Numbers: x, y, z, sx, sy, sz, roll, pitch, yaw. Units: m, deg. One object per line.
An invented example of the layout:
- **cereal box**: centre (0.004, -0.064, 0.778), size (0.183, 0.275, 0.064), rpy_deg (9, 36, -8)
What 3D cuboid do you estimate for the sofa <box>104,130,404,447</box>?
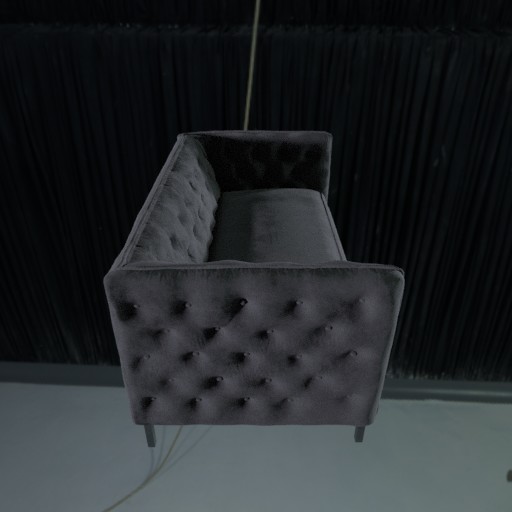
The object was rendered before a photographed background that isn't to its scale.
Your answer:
- **sofa**: centre (0.000, 0.000, 2.118), size (0.909, 0.810, 1.583), rpy_deg (0, 31, 0)
